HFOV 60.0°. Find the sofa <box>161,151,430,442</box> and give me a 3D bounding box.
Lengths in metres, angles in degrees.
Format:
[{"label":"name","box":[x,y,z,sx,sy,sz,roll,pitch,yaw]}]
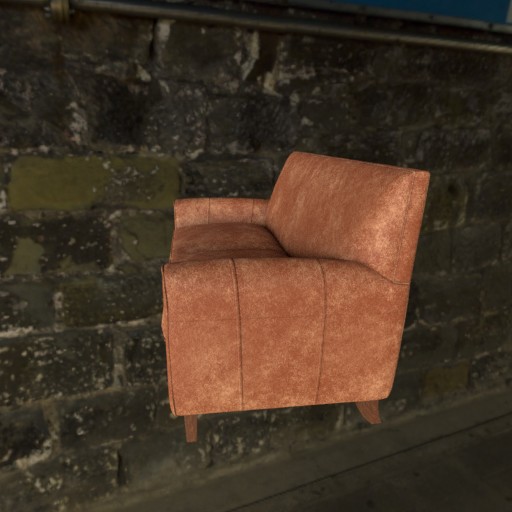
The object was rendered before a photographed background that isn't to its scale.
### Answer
[{"label":"sofa","box":[0.000,0.000,2.008,0.787,0.871,1.473,-2,16,-8]}]
